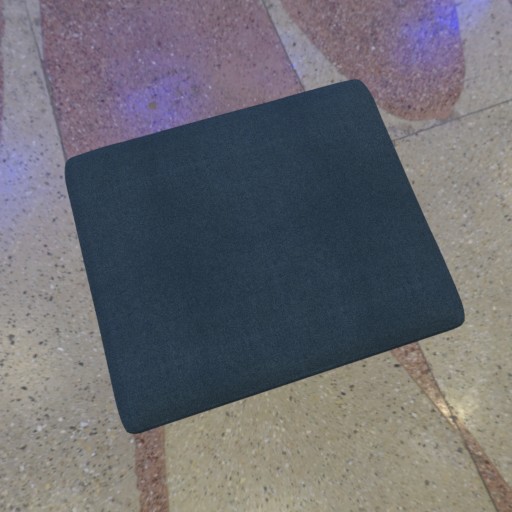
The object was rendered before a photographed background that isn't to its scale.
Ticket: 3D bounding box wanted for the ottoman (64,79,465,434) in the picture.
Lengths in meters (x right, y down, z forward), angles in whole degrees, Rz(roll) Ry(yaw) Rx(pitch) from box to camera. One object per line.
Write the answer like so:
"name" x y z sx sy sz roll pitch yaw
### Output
"ottoman" 0.000 0.000 1.228 0.821 0.474 0.693 -17 76 -4
